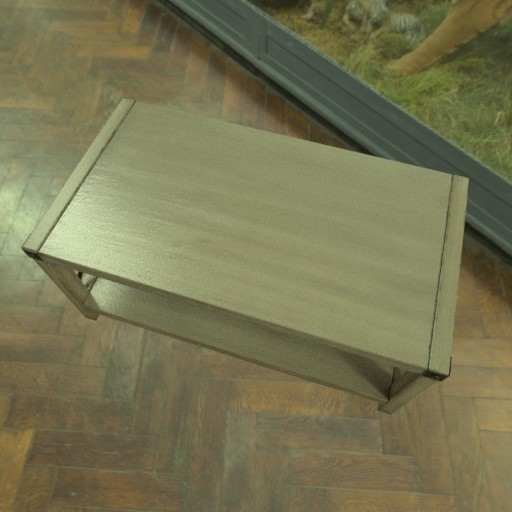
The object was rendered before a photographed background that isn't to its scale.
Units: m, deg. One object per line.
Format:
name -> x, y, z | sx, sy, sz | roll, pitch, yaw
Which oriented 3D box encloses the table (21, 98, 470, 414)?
table -> 0.000, 0.000, 1.302 | 1.016, 0.456, 0.559 | 16, 62, 9
